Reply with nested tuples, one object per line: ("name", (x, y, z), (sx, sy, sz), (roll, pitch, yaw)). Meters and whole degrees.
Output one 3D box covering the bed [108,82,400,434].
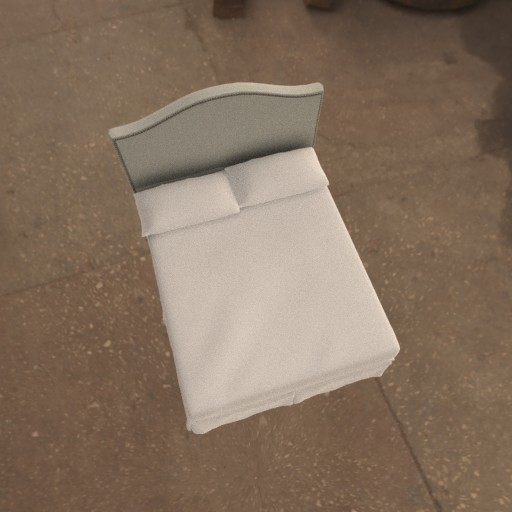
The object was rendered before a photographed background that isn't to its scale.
("bed", (0.000, 0.000, 3.569), (1.813, 1.607, 2.180), (-15, 64, -7))
